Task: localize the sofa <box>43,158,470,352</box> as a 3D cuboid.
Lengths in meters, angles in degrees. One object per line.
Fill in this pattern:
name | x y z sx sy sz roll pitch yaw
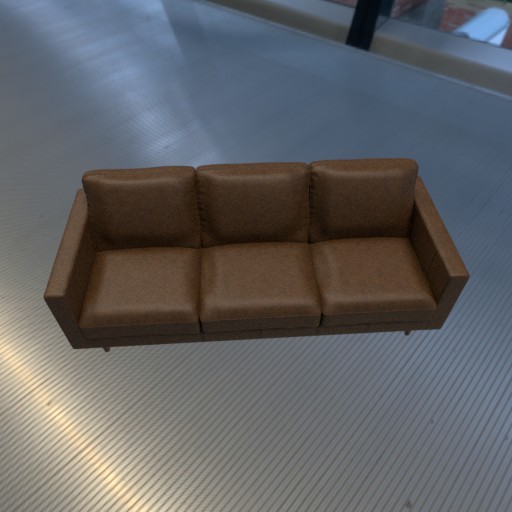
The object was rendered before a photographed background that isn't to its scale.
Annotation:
sofa | 0.000 0.000 2.741 2.231 0.930 0.903 -3 48 -2
